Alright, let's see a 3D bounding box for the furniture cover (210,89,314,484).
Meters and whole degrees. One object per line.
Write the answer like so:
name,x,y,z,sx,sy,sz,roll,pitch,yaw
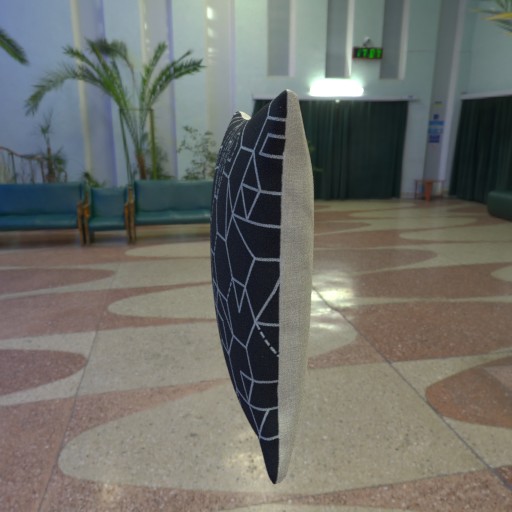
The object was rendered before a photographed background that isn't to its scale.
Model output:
furniture cover,0.000,0.000,0.778,0.158,0.508,0.517,-2,15,-8
